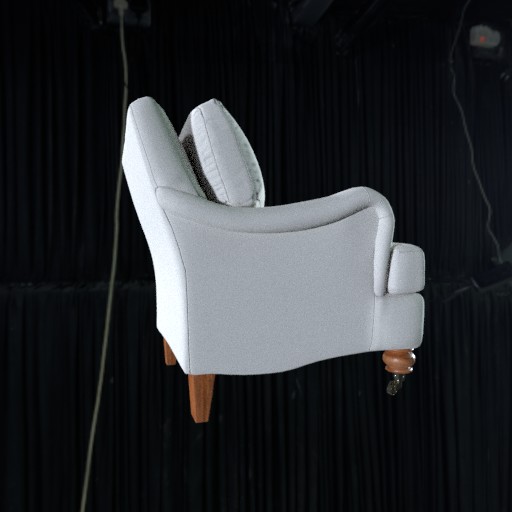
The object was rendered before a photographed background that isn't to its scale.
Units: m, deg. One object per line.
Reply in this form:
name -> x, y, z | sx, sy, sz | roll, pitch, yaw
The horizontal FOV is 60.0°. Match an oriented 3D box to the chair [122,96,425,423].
chair -> 0.000, 0.000, 1.879 | 1.070, 1.038, 0.955 | 0, 0, -18
